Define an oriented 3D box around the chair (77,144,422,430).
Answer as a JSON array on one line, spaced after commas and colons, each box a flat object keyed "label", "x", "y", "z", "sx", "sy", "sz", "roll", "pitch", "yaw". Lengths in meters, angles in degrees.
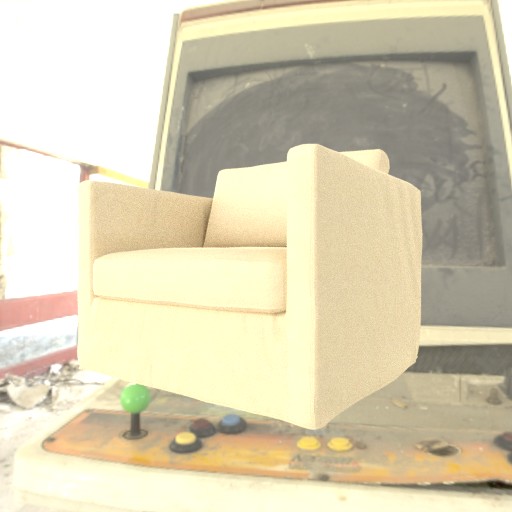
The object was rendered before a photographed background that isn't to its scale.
[{"label": "chair", "x": 0.000, "y": 0.000, "z": 1.753, "sx": 1.057, "sy": 0.851, "sz": 0.947, "roll": 0, "pitch": 0, "yaw": 36}]
